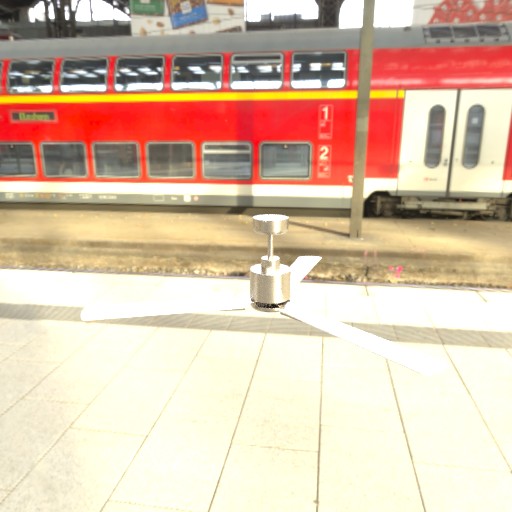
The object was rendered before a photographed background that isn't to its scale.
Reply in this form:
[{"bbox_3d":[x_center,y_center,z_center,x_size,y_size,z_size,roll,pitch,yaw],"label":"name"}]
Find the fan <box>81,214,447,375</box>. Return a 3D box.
[{"bbox_3d":[0.000,0.000,2.283,1.561,0.446,1.531,2,15,7],"label":"fan"}]
